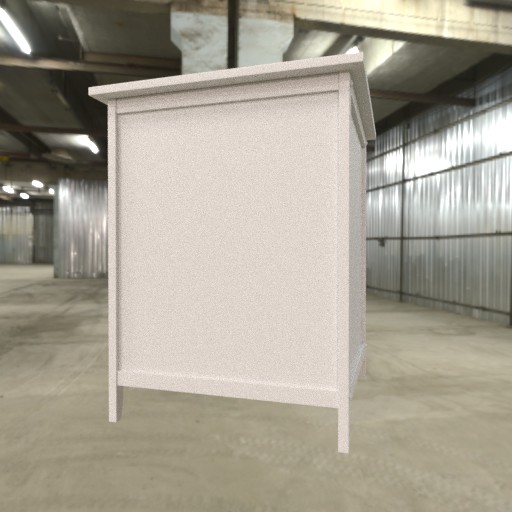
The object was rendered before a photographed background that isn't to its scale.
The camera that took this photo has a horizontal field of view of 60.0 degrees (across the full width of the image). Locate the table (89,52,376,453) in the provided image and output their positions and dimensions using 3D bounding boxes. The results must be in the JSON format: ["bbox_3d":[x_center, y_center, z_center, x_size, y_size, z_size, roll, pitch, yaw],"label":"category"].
[{"bbox_3d":[0.000,0.000,0.758,0.381,0.483,0.381,0,1,17],"label":"table"}]
